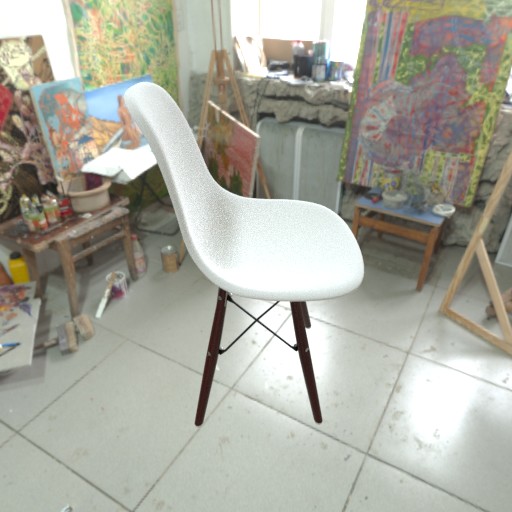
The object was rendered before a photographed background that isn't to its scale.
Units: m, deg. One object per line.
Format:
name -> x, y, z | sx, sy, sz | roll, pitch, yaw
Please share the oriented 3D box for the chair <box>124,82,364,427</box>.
chair -> 0.000, 0.000, 1.144 | 0.533, 0.826, 0.470 | 1, 33, 1
